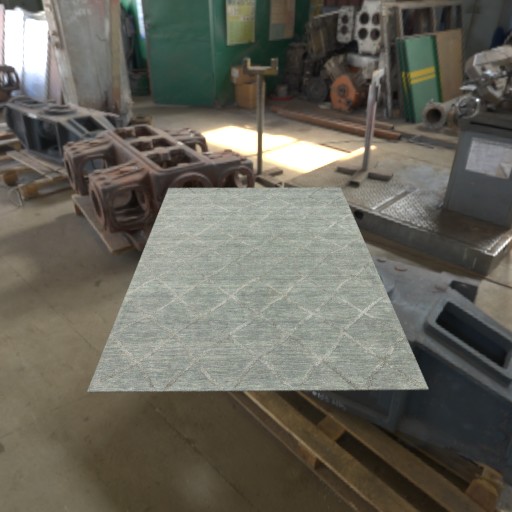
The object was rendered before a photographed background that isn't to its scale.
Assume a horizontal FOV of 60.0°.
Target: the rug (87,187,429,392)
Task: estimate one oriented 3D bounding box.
[{"bbox_3d":[0.000,0.000,2.944,1.521,0.006,2.283,0,32,0],"label":"rug"}]
